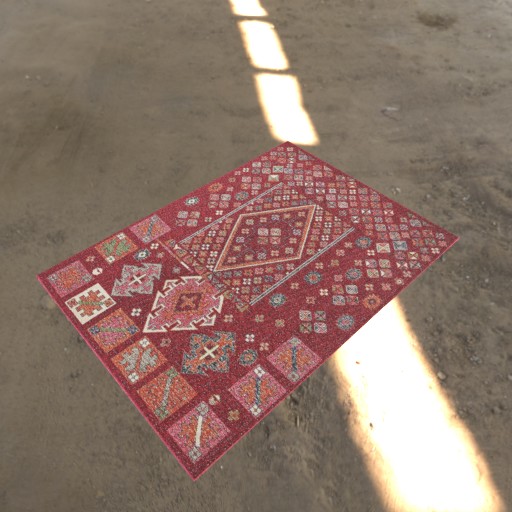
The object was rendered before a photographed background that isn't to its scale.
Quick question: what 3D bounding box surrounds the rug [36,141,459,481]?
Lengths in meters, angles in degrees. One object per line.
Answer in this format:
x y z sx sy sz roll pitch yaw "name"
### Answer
0.000 0.000 4.232 3.306 0.011 2.389 -34 55 -28 "rug"
